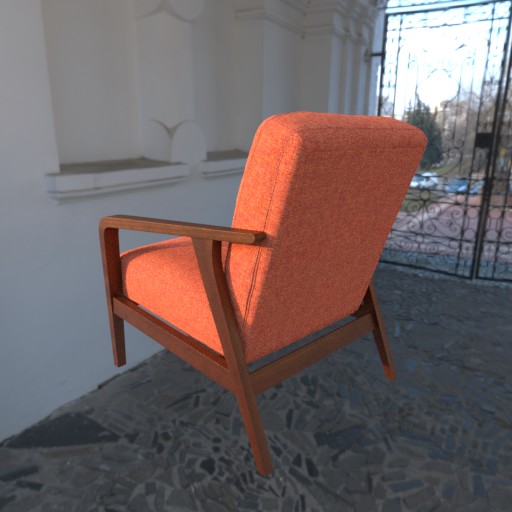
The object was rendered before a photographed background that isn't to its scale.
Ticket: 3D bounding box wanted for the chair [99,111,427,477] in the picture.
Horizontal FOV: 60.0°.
[{"bbox_3d":[0.000,0.000,1.484,0.719,0.890,0.860,-15,21,-43],"label":"chair"}]
